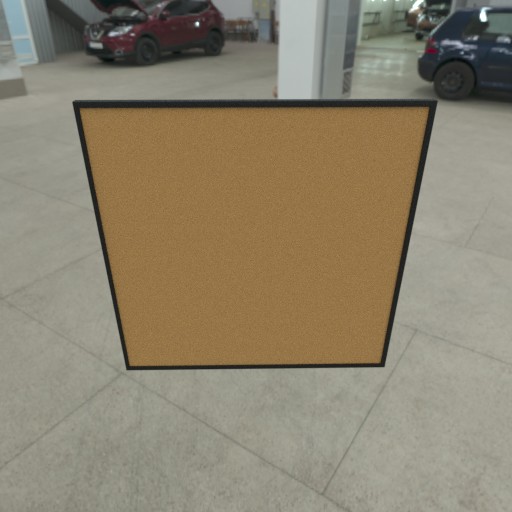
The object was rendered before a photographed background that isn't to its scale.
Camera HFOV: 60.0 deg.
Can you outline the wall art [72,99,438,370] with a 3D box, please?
[{"bbox_3d":[0.000,0.000,0.676,0.458,0.457,0.013,0,30,-1],"label":"wall art"}]
